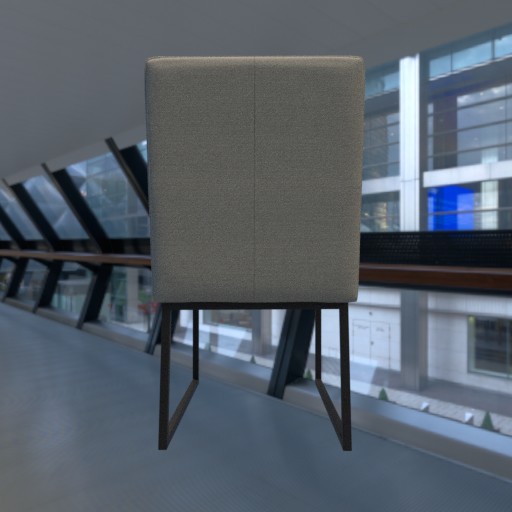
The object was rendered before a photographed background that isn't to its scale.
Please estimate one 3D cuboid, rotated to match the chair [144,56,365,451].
[{"bbox_3d":[0.000,0.000,1.314,0.520,0.930,0.634,0,0,1],"label":"chair"}]
